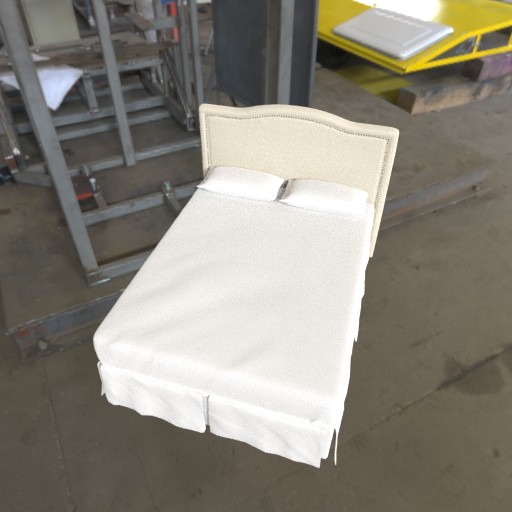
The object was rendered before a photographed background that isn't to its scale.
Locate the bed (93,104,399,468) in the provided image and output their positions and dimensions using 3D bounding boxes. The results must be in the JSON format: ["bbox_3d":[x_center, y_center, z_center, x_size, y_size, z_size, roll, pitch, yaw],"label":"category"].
[{"bbox_3d":[0.000,0.000,3.316,1.741,1.449,2.196,11,43,12],"label":"bed"}]
